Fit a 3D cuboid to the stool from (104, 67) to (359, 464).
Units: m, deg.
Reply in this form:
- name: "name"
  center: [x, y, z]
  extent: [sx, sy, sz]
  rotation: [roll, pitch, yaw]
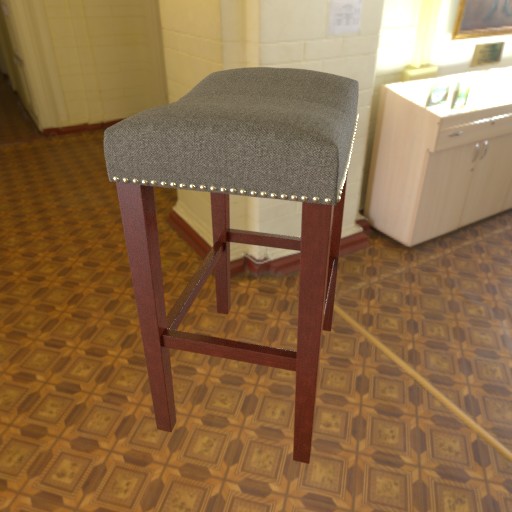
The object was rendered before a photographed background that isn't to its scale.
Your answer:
- name: "stool"
  center: [0.000, 0.000, 1.017]
  extent: [0.372, 0.742, 0.504]
  rotation: [8, 33, 12]
